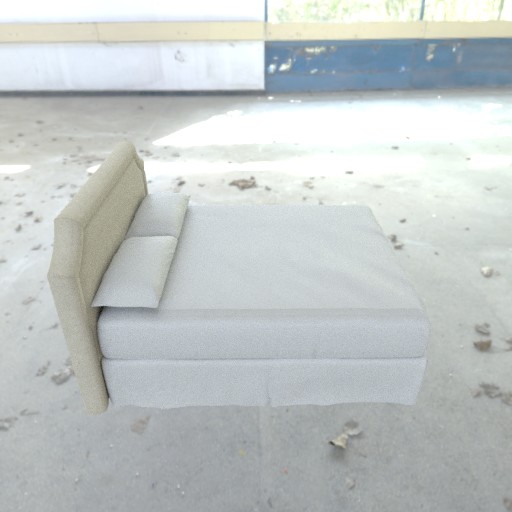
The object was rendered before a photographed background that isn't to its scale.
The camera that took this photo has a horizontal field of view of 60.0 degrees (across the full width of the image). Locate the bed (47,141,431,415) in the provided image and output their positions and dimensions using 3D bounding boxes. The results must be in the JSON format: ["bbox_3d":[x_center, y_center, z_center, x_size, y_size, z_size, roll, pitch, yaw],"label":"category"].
[{"bbox_3d":[0.000,0.000,3.239,2.164,1.297,1.828,0,31,0],"label":"bed"}]
